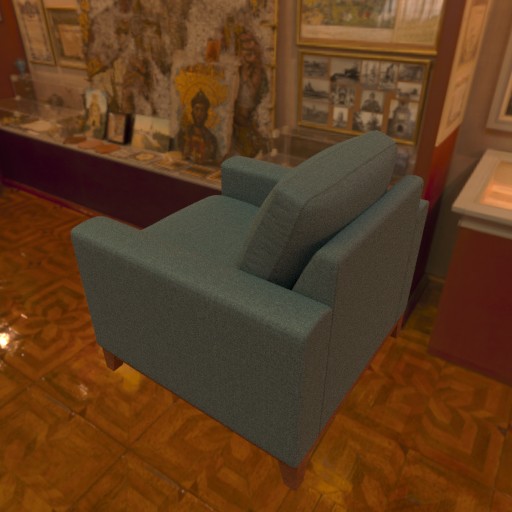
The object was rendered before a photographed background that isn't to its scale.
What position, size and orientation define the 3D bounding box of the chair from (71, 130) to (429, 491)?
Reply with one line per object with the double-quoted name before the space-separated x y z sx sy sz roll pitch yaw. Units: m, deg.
"chair" 0.000 0.000 1.828 1.038 1.010 1.024 20 37 30
